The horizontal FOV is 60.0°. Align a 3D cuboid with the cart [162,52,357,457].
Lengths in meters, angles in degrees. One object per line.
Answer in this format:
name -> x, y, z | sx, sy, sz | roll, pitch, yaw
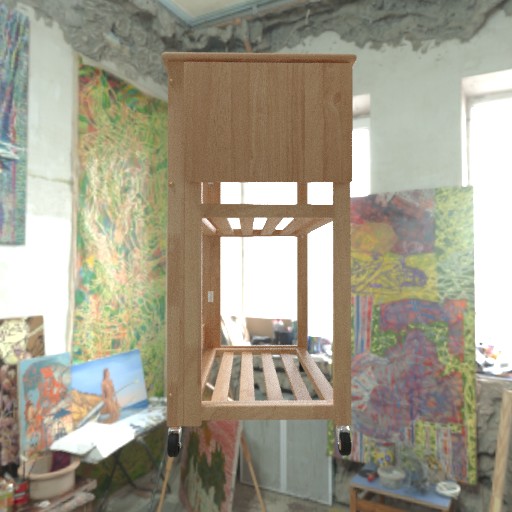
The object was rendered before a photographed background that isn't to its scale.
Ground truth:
cart -> 0.000, 0.000, 1.372 | 0.432, 0.879, 0.853 | 0, -1, -1
